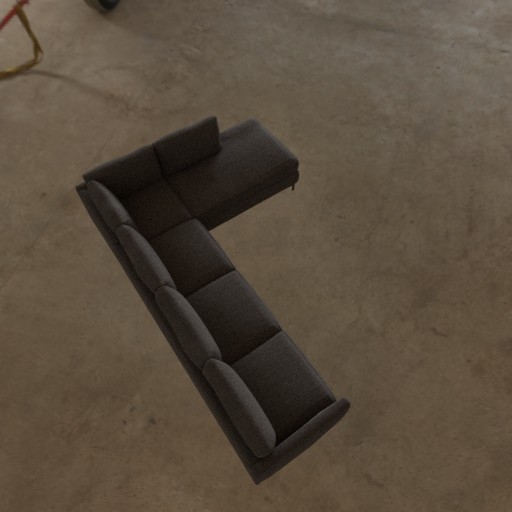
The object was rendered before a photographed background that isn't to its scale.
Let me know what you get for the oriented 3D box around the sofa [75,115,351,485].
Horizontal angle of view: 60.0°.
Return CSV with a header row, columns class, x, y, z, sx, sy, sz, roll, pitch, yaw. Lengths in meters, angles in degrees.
class,x,y,z,sx,sy,sz,roll,pitch,yaw
sofa,0.000,0.000,3.847,2.007,0.815,2.949,-30,63,-18
